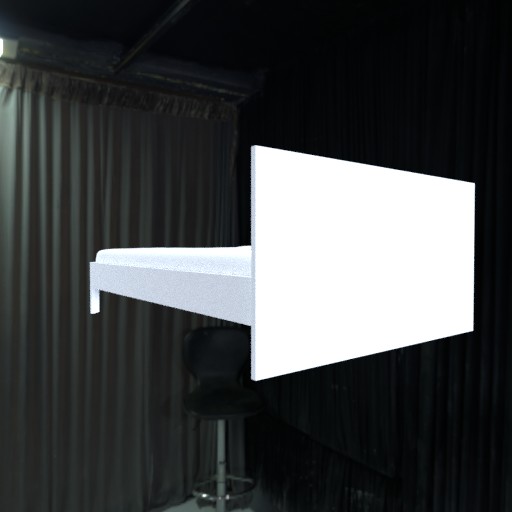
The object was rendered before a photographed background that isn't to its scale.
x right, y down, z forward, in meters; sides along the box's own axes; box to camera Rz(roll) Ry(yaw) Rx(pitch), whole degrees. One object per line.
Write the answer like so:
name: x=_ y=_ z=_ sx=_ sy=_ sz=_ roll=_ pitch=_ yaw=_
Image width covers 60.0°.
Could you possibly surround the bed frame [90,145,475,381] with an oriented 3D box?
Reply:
bed frame: x=0.000 y=0.000 z=2.732 sx=1.490 sy=0.800 sz=1.950 roll=-1 pitch=2 yaw=-37
